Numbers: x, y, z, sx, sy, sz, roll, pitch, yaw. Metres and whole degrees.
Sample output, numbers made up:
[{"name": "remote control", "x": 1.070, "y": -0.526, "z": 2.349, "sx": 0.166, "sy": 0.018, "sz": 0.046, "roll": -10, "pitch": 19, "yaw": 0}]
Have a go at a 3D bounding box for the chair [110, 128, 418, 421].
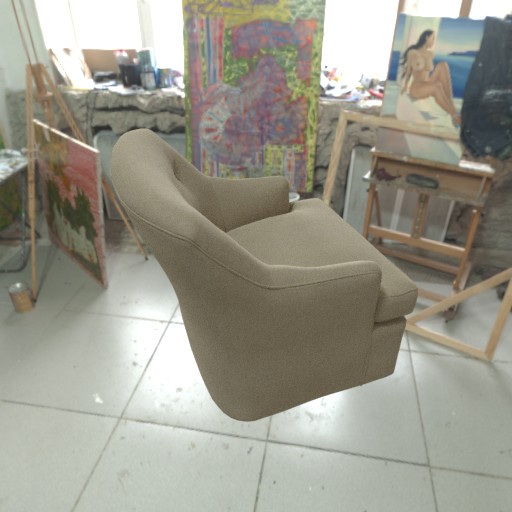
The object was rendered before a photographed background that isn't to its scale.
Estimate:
[{"name": "chair", "x": 0.000, "y": 0.000, "z": 1.658, "sx": 0.923, "sy": 0.856, "sz": 0.864, "roll": -11, "pitch": 34, "yaw": -16}]
